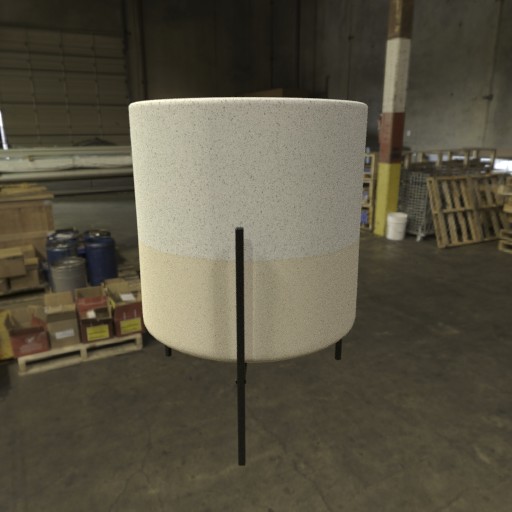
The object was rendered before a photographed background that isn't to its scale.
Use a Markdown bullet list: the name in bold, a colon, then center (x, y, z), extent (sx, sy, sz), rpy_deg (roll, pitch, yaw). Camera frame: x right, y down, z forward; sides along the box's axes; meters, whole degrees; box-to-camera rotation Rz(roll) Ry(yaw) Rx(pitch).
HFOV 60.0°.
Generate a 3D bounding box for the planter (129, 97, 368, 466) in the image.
- **planter**: center (0.000, 0.000, 0.654), extent (0.335, 0.423, 0.313), rpy_deg (-8, 18, -27)
